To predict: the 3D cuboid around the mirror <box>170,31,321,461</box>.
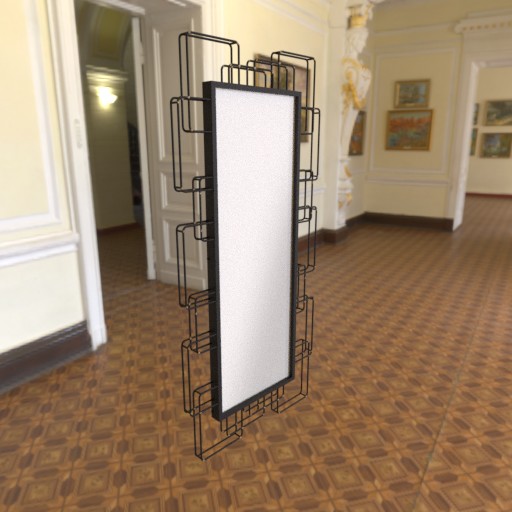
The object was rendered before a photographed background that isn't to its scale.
[{"bbox_3d":[0.000,0.000,1.370,0.037,1.192,0.565,14,20,43],"label":"mirror"}]
